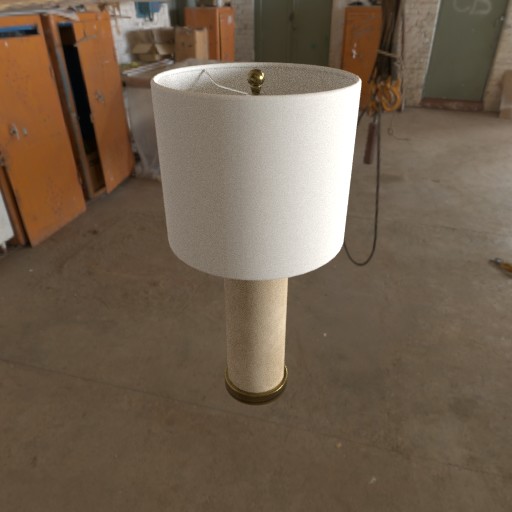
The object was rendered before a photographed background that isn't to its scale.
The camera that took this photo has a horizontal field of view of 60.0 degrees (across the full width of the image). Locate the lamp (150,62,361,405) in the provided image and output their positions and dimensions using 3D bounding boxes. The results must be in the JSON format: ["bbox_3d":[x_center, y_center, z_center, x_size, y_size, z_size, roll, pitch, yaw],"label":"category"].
[{"bbox_3d":[0.000,0.000,0.808,0.305,0.634,0.305,-22,37,-32],"label":"lamp"}]
